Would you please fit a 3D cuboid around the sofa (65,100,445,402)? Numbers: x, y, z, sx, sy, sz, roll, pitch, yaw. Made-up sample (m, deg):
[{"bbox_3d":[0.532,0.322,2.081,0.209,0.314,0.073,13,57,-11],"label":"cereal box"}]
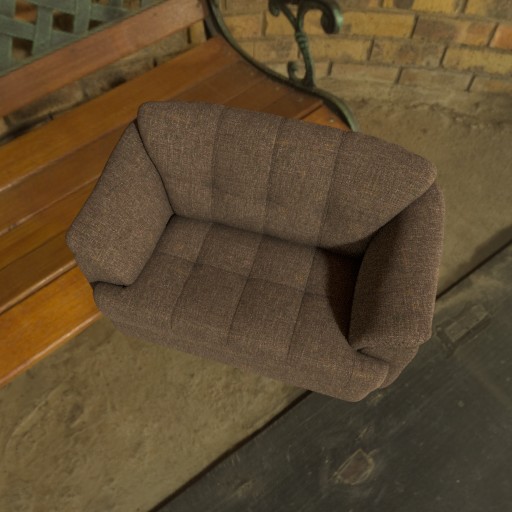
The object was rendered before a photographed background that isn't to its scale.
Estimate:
[{"bbox_3d":[0.000,0.000,1.912,1.404,0.895,0.799,14,59,9],"label":"sofa"}]
